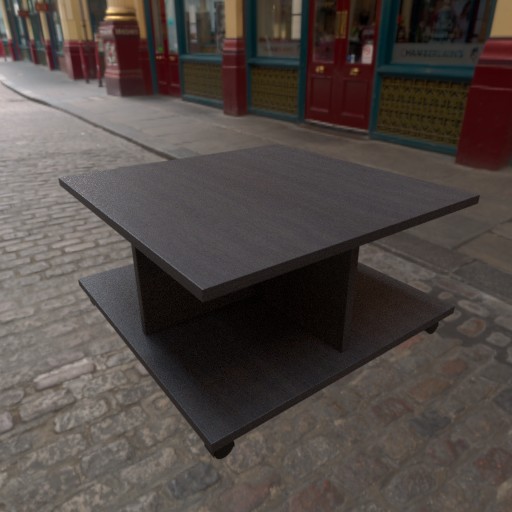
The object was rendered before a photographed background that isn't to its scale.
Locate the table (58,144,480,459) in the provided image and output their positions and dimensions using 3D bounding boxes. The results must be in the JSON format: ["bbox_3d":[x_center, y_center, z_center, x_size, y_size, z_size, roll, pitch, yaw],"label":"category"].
[{"bbox_3d":[0.000,0.000,1.208,0.762,0.396,0.762,-18,31,-33],"label":"table"}]
